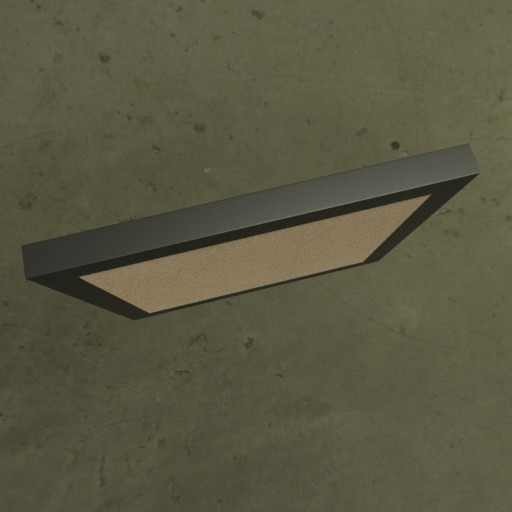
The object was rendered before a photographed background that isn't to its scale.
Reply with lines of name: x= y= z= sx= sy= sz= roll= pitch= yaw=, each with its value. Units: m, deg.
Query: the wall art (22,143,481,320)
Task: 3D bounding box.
wall art: x=0.000 y=0.000 z=0.519 sx=0.381 sy=0.321 sz=0.028 roll=-13 pitch=76 yaw=-3
